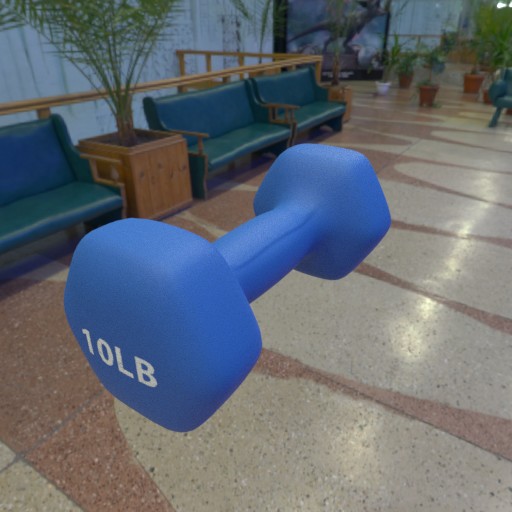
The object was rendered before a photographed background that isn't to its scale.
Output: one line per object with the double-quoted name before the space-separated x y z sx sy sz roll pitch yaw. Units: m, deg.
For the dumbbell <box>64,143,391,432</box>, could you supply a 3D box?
"dumbbell" 0.000 0.000 0.262 0.103 0.093 0.212 18 33 30
